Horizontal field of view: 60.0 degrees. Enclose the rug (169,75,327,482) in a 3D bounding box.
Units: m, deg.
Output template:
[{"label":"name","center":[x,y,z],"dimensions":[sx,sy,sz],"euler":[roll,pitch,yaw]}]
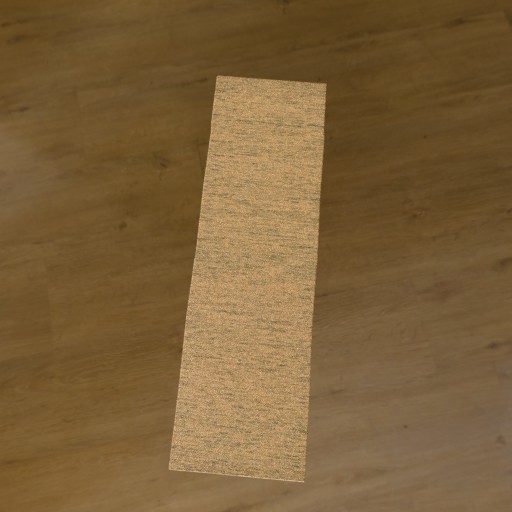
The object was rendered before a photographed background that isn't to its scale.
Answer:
[{"label":"rug","center":[0.000,0.000,2.508],"dimensions":[0.700,0.014,2.290],"euler":[5,76,1]}]
